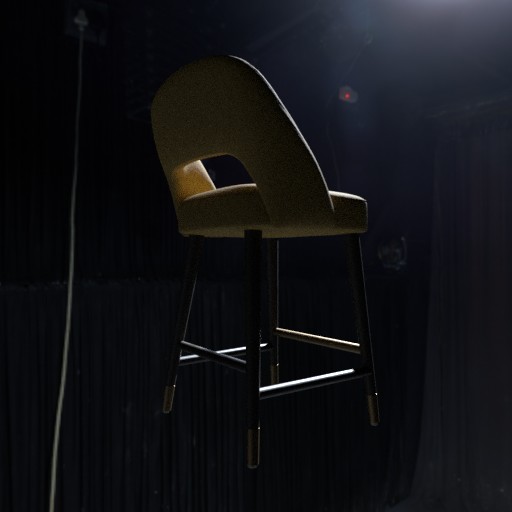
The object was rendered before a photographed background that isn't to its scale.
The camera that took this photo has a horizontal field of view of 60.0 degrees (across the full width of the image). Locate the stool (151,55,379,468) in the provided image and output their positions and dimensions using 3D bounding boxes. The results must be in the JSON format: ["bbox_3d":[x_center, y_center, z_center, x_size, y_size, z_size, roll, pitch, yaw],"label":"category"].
[{"bbox_3d":[0.000,0.000,1.262,0.522,0.939,0.536,0,0,-37],"label":"stool"}]
